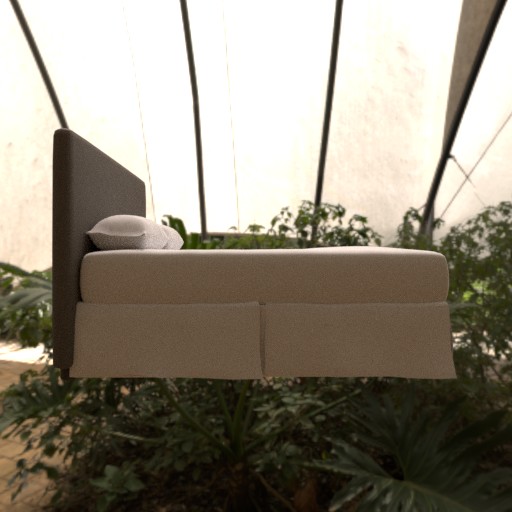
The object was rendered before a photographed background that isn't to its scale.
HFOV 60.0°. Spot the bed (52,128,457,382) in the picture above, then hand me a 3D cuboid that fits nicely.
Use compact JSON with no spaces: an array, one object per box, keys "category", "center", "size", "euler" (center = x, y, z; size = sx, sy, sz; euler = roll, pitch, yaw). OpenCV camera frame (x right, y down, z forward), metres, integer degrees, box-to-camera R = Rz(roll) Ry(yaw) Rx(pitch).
[{"category":"bed","center":[0.000,0.000,3.123],"size":[2.142,1.330,1.723],"euler":[0,0,-1]}]
